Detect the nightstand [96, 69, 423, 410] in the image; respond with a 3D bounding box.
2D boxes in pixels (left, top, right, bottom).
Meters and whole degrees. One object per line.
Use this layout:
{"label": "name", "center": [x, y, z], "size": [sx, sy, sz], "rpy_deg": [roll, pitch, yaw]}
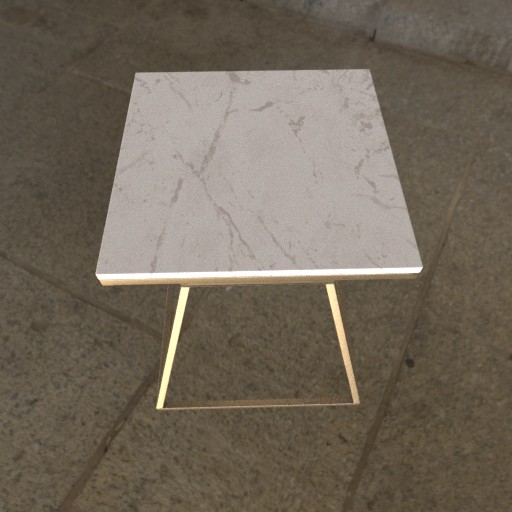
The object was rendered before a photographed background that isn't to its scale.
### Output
{"label": "nightstand", "center": [0.000, 0.000, 0.889], "size": [0.455, 0.554, 0.455], "rpy_deg": [-1, 57, -1]}
